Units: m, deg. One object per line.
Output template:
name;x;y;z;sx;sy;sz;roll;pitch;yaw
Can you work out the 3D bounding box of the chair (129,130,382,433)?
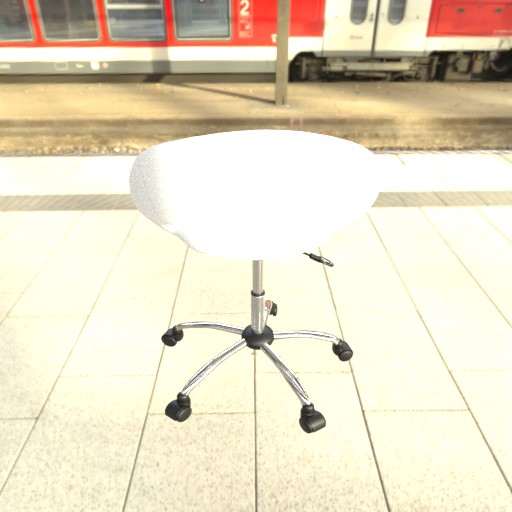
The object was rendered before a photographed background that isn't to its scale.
chair;0.000;0.000;1.179;0.612;0.791;0.538;-1;31;-2
